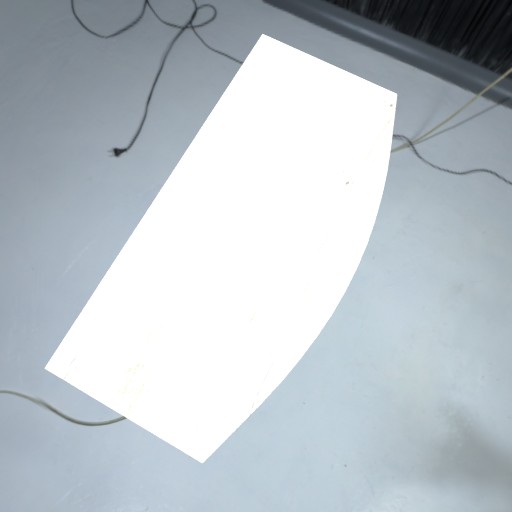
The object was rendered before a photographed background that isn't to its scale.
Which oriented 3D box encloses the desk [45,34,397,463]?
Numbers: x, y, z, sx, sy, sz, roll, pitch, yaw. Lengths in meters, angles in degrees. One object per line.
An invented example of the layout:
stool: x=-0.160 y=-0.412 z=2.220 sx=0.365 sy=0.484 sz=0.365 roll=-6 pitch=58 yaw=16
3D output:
desk: x=0.000 y=0.000 z=2.040 sx=0.802 sy=0.752 sz=1.600 roll=28 pitch=76 yaw=7
